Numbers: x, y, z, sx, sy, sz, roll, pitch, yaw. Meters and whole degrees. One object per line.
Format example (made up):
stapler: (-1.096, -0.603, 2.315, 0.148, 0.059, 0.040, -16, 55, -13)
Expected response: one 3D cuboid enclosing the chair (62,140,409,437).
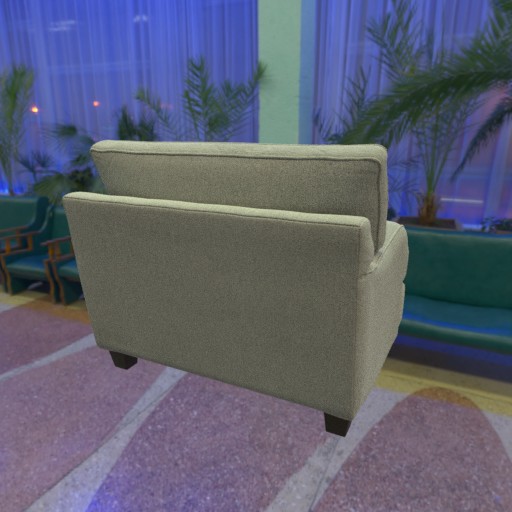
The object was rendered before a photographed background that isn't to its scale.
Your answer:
chair: (0.000, 0.000, 1.997, 1.220, 1.016, 1.041, 8, 18, 26)
